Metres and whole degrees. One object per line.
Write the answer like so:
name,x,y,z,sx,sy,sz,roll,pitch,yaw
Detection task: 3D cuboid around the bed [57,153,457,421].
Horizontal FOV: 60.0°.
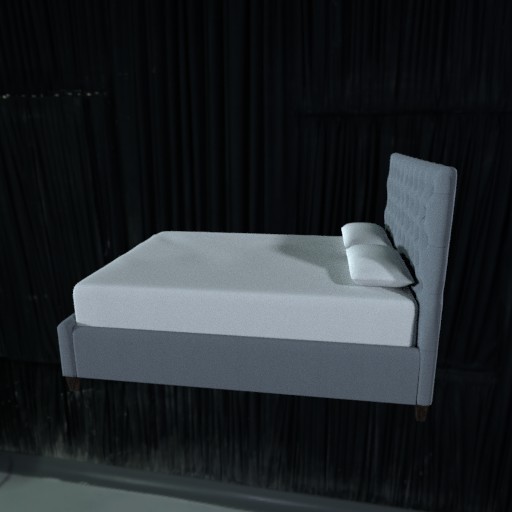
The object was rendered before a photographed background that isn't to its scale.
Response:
bed,0.000,0.000,3.264,2.231,1.427,1.698,2,16,8
